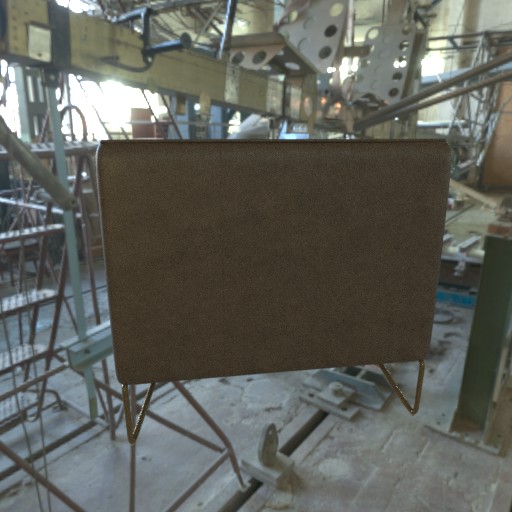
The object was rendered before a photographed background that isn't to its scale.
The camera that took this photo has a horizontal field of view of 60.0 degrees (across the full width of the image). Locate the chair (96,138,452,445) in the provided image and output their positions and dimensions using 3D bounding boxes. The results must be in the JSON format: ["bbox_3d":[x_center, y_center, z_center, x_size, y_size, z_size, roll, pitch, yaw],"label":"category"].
[{"bbox_3d":[0.000,0.000,1.540,0.880,0.790,0.894,-2,15,-9],"label":"chair"}]
